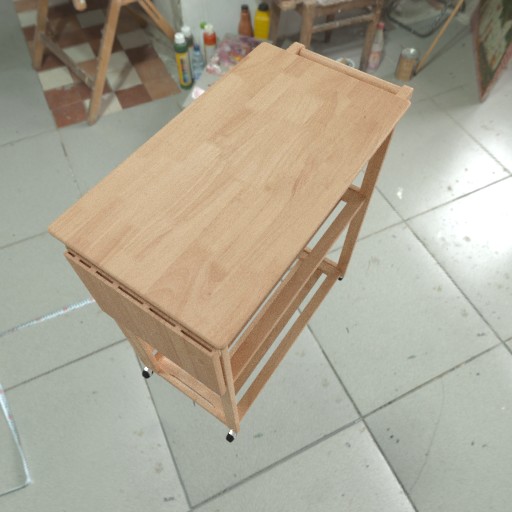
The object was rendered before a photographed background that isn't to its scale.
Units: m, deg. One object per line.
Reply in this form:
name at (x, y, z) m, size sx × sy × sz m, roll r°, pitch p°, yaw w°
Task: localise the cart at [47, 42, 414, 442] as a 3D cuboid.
cart at (0.000, 0.000, 1.343) m, size 0.432 × 0.879 × 0.853 m, roll 31°, pitch 63°, yaw 18°
